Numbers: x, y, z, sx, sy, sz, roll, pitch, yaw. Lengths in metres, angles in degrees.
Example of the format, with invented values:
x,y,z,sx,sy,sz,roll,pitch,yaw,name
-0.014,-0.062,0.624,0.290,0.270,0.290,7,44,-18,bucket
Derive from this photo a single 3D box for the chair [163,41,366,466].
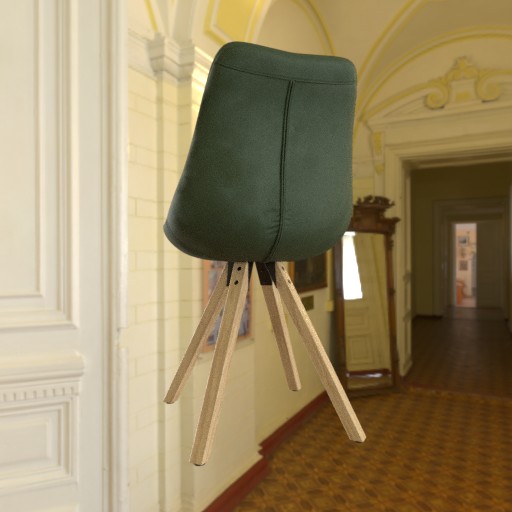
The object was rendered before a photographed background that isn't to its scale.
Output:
x,y,z,sx,sy,sz,roll,pitch,yaw,name
0.000,0.000,1.172,0.483,0.865,0.547,0,0,-18,chair
